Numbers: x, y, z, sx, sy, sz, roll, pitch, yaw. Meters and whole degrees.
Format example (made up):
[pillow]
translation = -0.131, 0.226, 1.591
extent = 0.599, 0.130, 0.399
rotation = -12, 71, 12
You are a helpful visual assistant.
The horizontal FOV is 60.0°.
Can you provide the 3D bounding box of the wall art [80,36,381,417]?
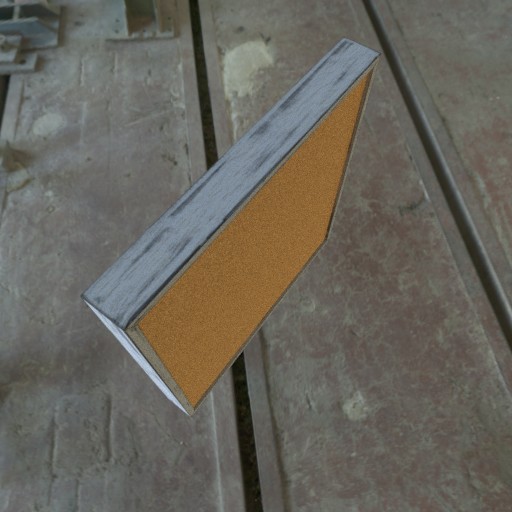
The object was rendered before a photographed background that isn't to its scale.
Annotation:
[wall art]
translation = 0.000, 0.000, 0.451
extent = 0.036, 0.303, 0.303
rotation = 33, 66, 17
